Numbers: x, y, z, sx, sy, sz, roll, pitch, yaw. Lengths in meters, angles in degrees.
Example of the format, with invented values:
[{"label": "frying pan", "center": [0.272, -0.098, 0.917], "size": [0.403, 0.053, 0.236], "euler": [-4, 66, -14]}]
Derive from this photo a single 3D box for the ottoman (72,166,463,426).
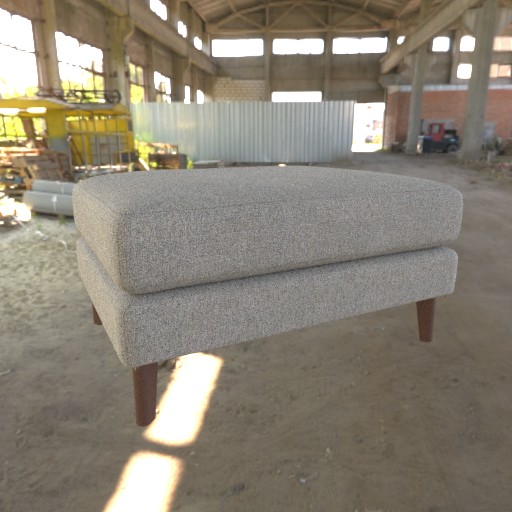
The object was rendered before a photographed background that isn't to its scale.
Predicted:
[{"label": "ottoman", "center": [0.000, 0.000, 1.162], "size": [0.821, 0.441, 0.611], "euler": [-8, 17, -27]}]
